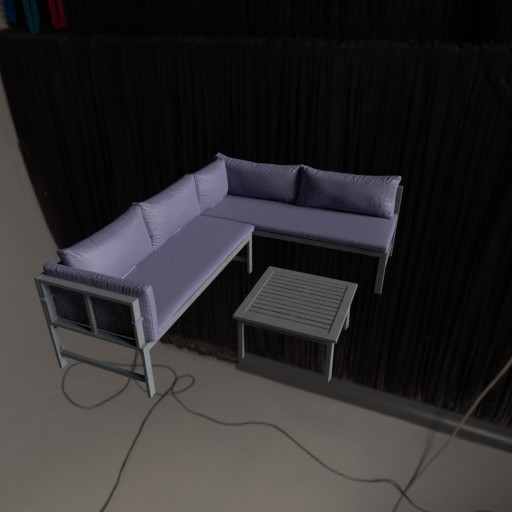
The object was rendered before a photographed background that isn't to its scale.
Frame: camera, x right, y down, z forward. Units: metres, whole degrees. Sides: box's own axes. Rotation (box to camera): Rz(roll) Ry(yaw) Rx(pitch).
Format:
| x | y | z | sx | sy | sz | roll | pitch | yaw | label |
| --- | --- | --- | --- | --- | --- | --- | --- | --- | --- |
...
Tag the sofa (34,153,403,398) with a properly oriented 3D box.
| x | y | z | sx | sy | sz | roll | pitch | yaw | label |
| --- | --- | --- | --- | --- | --- | --- | --- | --- | --- |
| 0.000 | 0.000 | 3.034 | 1.658 | 0.762 | 2.149 | 11 | 31 | 19 | sofa |
